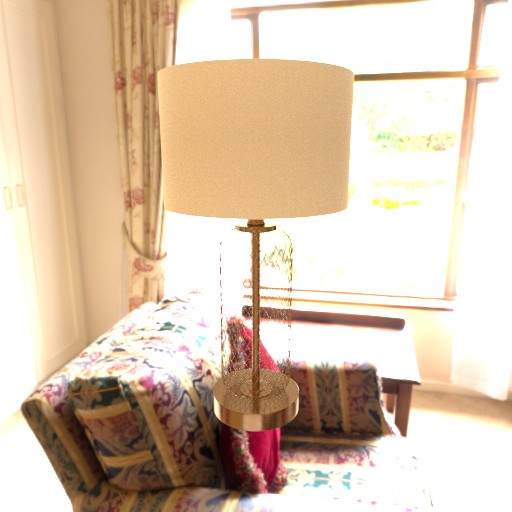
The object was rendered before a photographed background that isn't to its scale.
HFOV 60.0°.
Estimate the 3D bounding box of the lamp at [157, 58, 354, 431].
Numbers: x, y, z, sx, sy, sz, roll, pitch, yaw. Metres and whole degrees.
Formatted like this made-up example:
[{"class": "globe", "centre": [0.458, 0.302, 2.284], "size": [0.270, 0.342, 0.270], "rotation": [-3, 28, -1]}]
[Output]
[{"class": "lamp", "centre": [0.000, 0.000, 0.637], "size": [0.252, 0.483, 0.252], "rotation": [-7, 15, -25]}]
